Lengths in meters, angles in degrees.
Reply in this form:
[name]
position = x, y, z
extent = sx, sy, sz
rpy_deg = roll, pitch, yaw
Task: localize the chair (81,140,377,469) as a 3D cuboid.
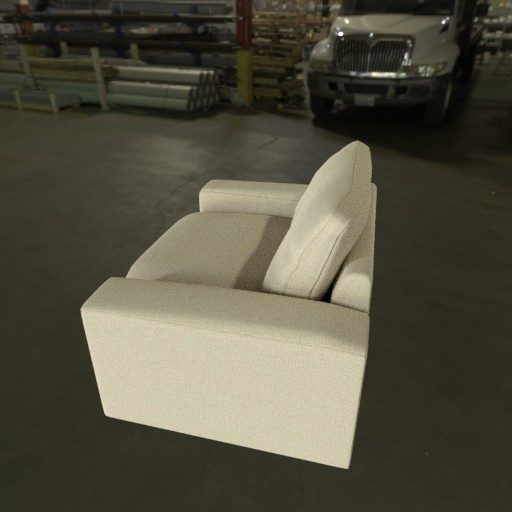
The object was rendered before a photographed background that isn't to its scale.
[chair]
position = 0.000, 0.000, 2.070
extent = 1.039, 0.915, 1.398
rpy_deg = 7, 30, 12
